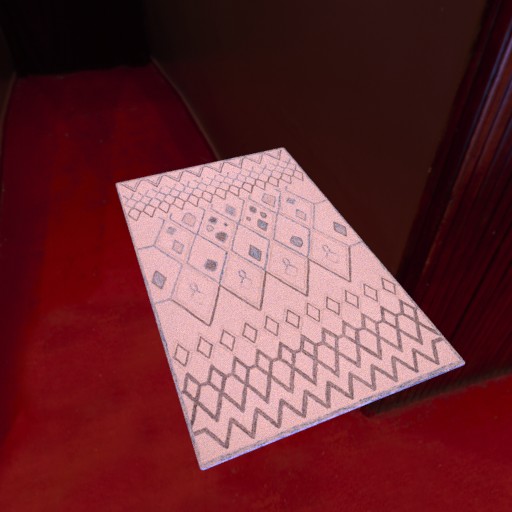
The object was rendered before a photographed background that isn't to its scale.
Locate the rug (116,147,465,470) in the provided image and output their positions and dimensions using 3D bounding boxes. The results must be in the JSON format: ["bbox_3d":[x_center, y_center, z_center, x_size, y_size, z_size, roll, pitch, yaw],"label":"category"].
[{"bbox_3d":[0.000,0.000,3.055,1.524,0.015,2.439,-16,47,-15],"label":"rug"}]
